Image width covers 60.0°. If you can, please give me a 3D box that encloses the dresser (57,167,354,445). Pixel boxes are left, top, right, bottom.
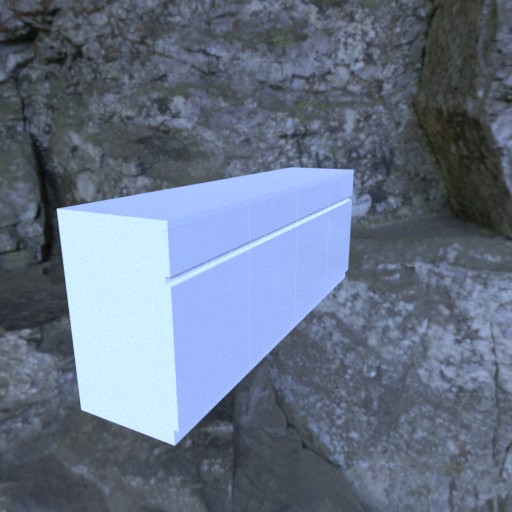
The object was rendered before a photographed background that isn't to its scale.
[{"bbox_3d":[0.000,0.000,2.556,0.500,0.840,2.200,8,17,26],"label":"dresser"}]
